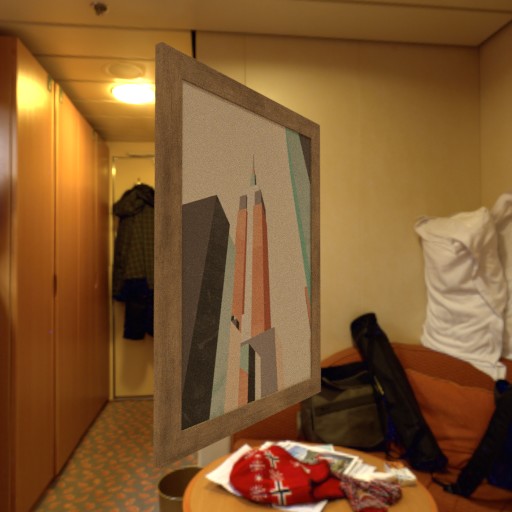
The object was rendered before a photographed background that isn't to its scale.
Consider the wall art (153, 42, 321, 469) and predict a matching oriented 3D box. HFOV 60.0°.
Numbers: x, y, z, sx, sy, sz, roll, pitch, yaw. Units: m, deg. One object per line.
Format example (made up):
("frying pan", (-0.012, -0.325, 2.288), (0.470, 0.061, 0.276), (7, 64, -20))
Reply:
("wall art", (0.000, 0.000, 0.931), (0.018, 0.686, 0.534), (-1, -1, 36))
